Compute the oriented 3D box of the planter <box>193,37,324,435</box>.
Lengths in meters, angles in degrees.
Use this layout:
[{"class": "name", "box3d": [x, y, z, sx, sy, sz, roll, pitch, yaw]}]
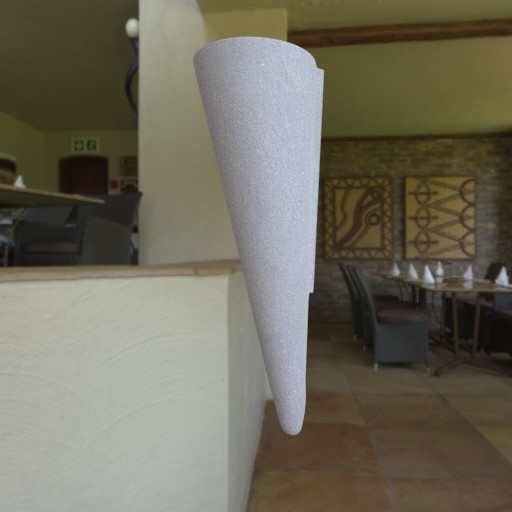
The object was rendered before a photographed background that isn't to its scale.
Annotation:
[{"class": "planter", "box3d": [0.000, 0.000, 0.302, 0.087, 0.259, 0.078, 0, 0, -36]}]
